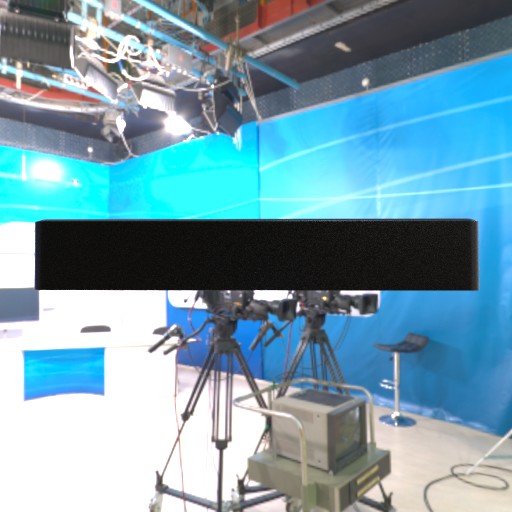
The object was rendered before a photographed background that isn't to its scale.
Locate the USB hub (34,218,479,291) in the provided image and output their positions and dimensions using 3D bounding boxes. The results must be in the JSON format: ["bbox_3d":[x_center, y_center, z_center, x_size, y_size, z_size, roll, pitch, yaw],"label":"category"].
[{"bbox_3d":[0.000,0.000,0.163,0.145,0.023,0.044,0,-1,1],"label":"USB hub"}]
